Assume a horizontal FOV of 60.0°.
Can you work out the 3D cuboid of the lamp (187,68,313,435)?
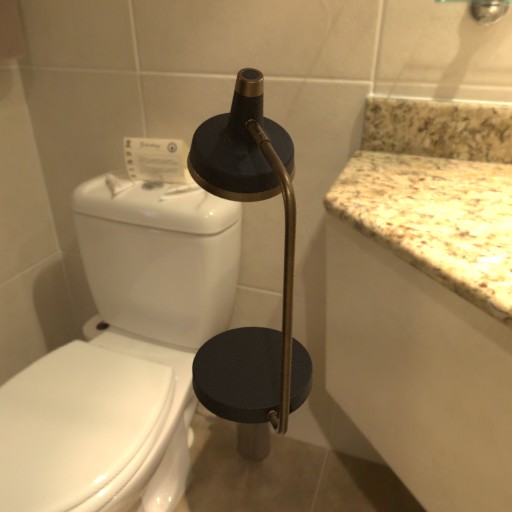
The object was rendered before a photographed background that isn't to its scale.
[{"bbox_3d":[0.000,0.000,0.495,0.162,0.385,0.218,-8,29,-15],"label":"lamp"}]
